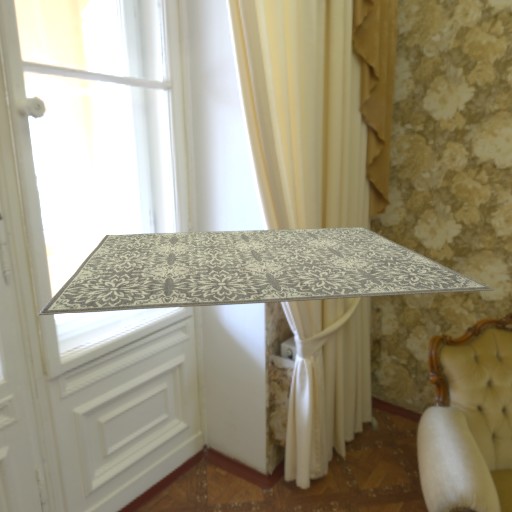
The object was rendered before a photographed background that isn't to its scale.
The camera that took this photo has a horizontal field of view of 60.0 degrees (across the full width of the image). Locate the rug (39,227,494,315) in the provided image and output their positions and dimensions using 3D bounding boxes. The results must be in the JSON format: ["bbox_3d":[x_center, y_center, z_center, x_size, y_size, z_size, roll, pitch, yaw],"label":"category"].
[{"bbox_3d":[0.000,0.000,3.978,2.980,0.012,2.363,-2,15,-9],"label":"rug"}]
